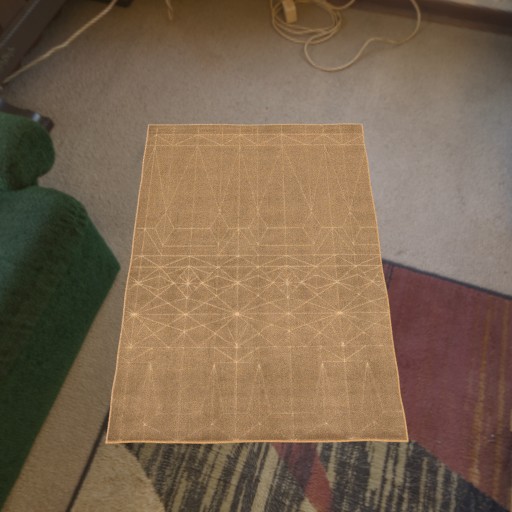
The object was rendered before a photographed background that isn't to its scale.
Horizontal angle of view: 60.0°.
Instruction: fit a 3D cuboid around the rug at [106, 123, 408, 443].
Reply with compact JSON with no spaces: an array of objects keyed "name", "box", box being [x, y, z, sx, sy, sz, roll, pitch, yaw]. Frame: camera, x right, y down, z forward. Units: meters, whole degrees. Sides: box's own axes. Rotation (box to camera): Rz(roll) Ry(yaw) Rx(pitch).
[{"name":"rug","box":[0.000,0.000,4.308,2.449,0.019,3.357,0,64,0]}]
